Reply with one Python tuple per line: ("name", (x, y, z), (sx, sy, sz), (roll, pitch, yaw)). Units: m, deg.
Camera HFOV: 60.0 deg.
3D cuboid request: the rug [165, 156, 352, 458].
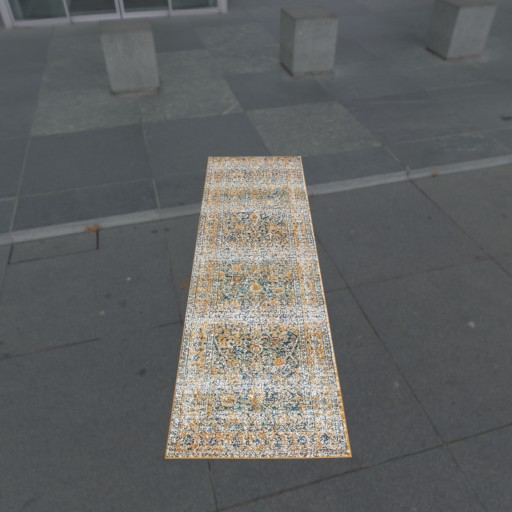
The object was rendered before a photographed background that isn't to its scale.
("rug", (0.000, 0.000, 2.525), (0.704, 0.014, 2.294), (0, 41, 0))
